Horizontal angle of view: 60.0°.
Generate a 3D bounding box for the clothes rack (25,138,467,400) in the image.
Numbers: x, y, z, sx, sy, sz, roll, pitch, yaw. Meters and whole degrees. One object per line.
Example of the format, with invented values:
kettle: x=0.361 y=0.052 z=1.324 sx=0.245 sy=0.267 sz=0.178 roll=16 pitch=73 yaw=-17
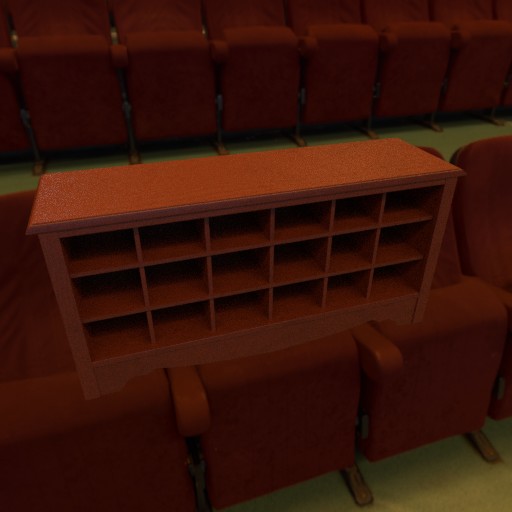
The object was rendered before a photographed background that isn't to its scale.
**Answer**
clothes rack: x=0.000 y=0.000 z=1.493 sx=1.251 sy=0.594 sz=0.362 roll=-10 pitch=32 yaw=-15
